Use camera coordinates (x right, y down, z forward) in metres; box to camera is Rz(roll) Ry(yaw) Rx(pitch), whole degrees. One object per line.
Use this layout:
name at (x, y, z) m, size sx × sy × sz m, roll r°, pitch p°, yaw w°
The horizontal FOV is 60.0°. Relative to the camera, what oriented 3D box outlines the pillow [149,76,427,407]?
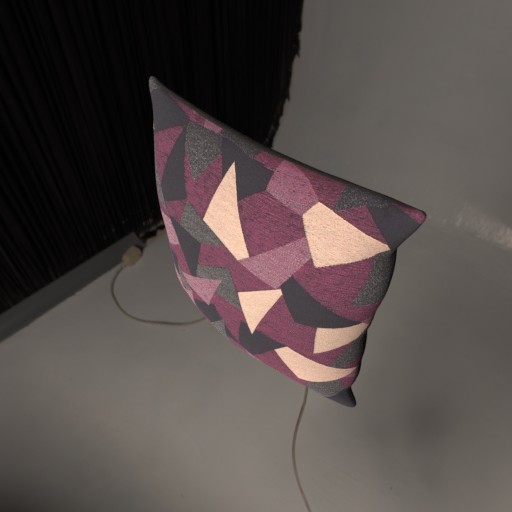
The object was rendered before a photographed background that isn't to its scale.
pillow at (0.000, 0.000, 0.780) m, size 0.503 × 0.496 × 0.208 m, roll 33°, pitch 55°, yaw 27°
